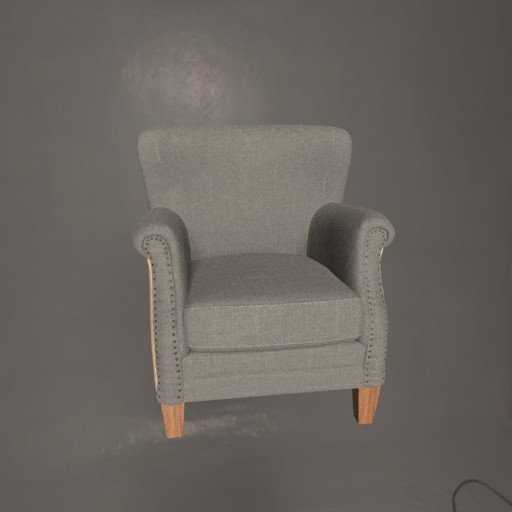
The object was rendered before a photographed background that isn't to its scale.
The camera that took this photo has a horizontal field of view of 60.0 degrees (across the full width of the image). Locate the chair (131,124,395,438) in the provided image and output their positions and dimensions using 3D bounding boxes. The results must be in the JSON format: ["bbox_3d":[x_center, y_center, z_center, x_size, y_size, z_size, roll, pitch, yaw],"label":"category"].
[{"bbox_3d":[0.000,0.000,1.658,0.861,0.936,0.921,-2,17,-8],"label":"chair"}]
